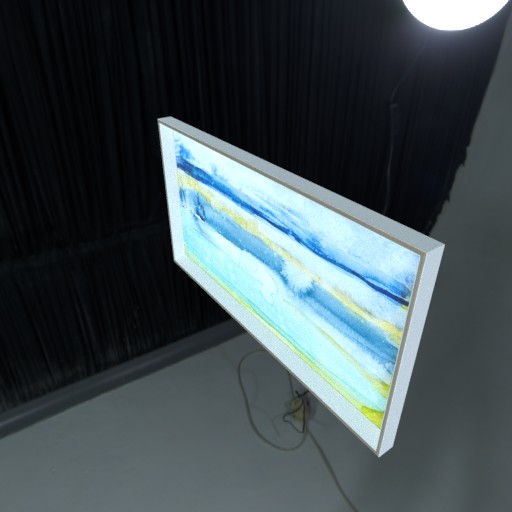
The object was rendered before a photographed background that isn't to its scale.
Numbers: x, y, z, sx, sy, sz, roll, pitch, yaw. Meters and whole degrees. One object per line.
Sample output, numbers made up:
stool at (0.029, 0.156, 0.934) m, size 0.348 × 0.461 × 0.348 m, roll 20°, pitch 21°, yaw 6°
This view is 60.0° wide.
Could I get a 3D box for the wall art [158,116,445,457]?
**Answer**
wall art at (0.000, 0.000, 0.975) m, size 0.038 × 0.431 × 0.812 m, roll -21°, pitch 37°, yaw -30°
